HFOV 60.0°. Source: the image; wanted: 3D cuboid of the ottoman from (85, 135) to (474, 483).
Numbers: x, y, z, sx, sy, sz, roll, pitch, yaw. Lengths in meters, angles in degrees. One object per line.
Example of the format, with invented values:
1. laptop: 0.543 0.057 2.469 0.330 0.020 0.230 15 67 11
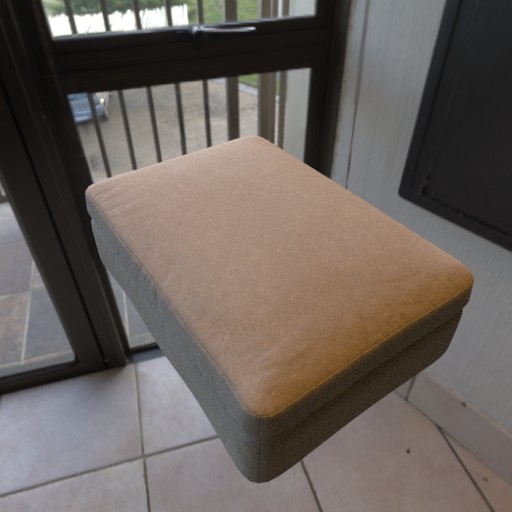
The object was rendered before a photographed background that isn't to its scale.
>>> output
1. ottoman: 0.000 0.000 1.579 0.840 0.429 1.199 -24 46 -26
